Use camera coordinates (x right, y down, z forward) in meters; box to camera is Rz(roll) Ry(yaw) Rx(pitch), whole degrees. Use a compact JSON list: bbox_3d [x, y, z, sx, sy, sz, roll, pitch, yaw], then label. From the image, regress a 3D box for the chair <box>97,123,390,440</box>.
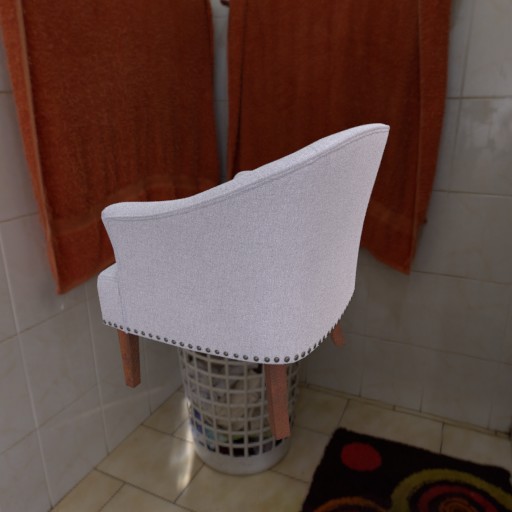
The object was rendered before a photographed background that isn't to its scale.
[{"bbox_3d":[0.000,0.000,1.413,0.704,0.815,0.798,9,20,26],"label":"chair"}]
